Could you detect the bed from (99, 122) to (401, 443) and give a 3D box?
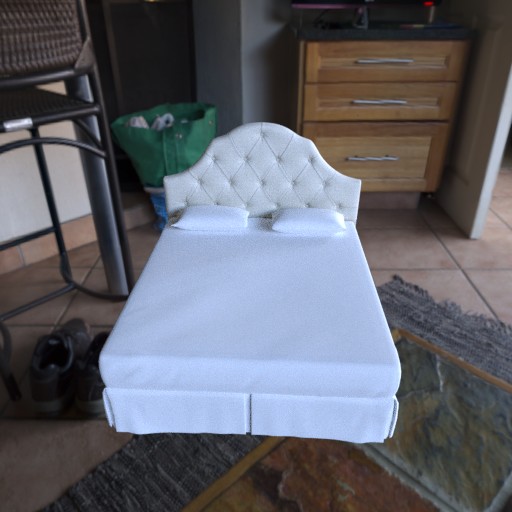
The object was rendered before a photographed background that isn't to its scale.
[{"bbox_3d":[0.000,0.000,3.575,2.008,1.615,2.214,1,30,2],"label":"bed"}]
